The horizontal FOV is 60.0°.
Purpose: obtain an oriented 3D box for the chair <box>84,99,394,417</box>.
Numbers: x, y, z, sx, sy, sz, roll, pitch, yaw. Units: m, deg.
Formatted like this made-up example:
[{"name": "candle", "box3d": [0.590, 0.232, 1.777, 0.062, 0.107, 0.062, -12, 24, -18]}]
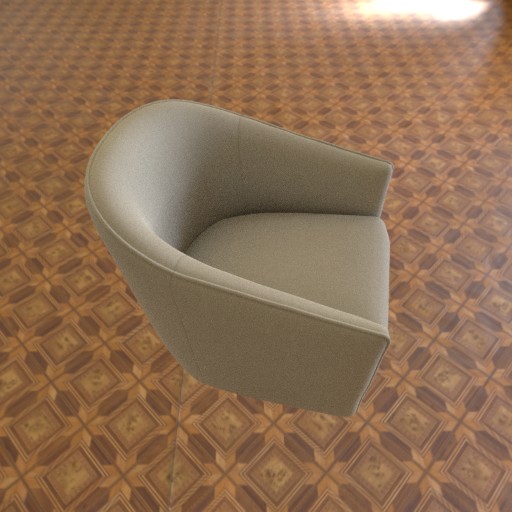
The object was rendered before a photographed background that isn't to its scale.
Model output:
[{"name": "chair", "box3d": [0.000, 0.000, 1.452, 0.875, 0.799, 0.747, 9, 49, 8]}]
